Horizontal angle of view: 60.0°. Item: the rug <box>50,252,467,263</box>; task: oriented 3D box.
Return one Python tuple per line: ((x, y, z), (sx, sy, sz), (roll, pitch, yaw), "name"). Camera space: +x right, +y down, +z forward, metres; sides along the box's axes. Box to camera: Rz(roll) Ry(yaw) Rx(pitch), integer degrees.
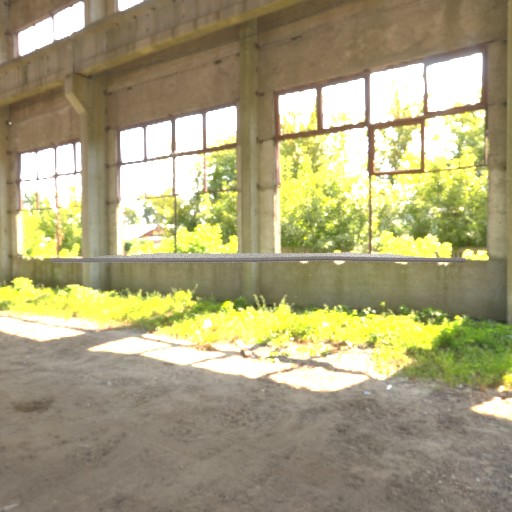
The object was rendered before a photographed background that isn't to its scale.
((0.000, 0.000, 4.029), (2.399, 0.054, 3.011), (0, 1, 0), "rug")
